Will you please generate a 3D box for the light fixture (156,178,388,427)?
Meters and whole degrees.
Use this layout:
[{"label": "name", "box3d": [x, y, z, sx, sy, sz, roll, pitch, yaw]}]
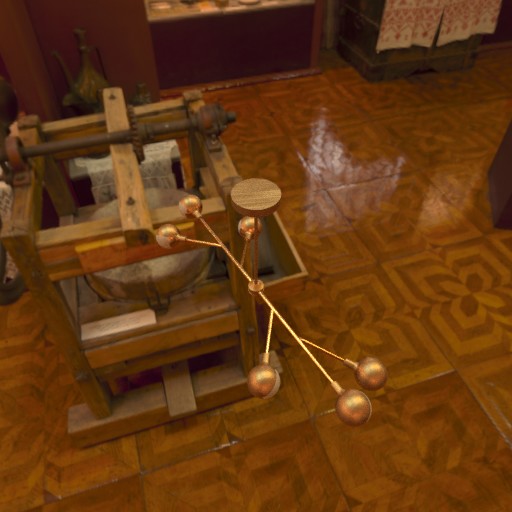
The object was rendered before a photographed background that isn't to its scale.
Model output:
[{"label": "light fixture", "box3d": [0.000, 0.000, 1.019, 0.434, 0.362, 0.778, -12, 47, -11]}]
